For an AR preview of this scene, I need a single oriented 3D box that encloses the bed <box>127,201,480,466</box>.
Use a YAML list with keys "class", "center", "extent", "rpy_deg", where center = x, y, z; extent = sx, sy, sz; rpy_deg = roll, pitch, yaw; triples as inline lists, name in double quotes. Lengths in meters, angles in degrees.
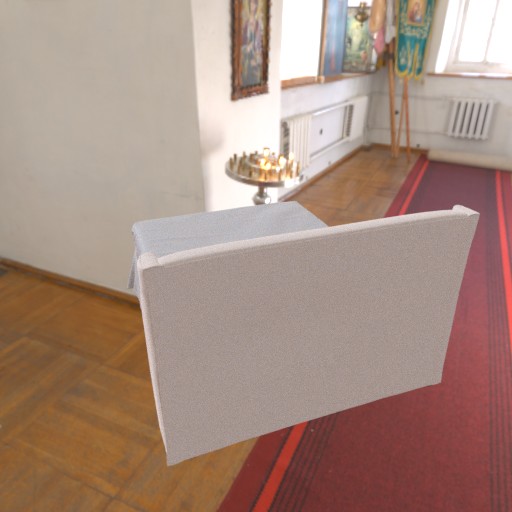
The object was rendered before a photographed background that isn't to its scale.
- class: "bed"
  center: [0.000, 0.000, 3.453]
  extent: [1.925, 1.332, 2.276]
  rpy_deg: [-10, 29, -18]
